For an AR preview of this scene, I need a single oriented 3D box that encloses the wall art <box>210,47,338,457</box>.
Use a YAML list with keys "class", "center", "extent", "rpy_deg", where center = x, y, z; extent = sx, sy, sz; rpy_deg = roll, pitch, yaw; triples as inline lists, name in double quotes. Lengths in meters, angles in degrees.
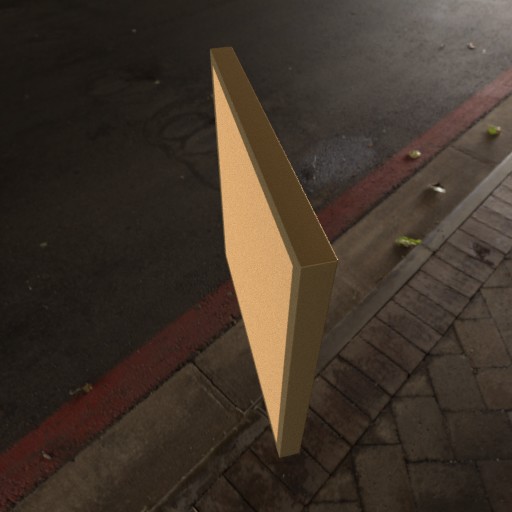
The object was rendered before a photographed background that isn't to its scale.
- class: "wall art"
  center: [0.000, 0.000, 0.462]
  extent: [0.023, 0.305, 0.305]
  rpy_deg: [-10, 48, -9]
